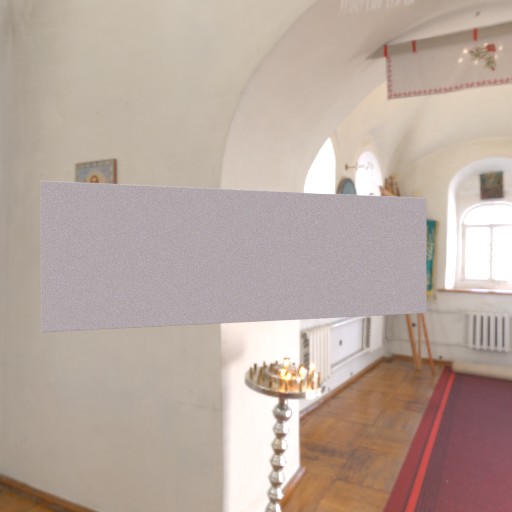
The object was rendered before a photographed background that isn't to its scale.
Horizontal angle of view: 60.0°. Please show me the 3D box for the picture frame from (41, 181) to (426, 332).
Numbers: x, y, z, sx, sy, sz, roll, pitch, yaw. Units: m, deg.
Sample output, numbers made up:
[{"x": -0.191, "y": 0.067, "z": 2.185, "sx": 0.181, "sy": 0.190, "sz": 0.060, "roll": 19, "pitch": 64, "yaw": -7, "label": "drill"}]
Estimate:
[{"x": 0.000, "y": 0.000, "z": 0.869, "sx": 0.759, "sy": 0.250, "sz": 0.050, "roll": 0, "pitch": 0, "yaw": -18, "label": "picture frame"}]
